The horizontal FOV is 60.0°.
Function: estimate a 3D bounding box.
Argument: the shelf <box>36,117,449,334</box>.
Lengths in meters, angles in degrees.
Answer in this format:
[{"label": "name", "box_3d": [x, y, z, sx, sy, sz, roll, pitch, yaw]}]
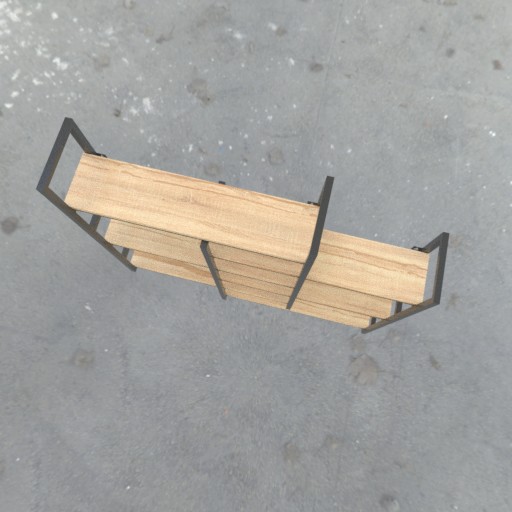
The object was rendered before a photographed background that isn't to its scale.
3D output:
[{"label": "shelf", "box_3d": [0.000, 0.000, 1.396, 0.946, 0.921, 0.183, 13, 75, 4]}]
